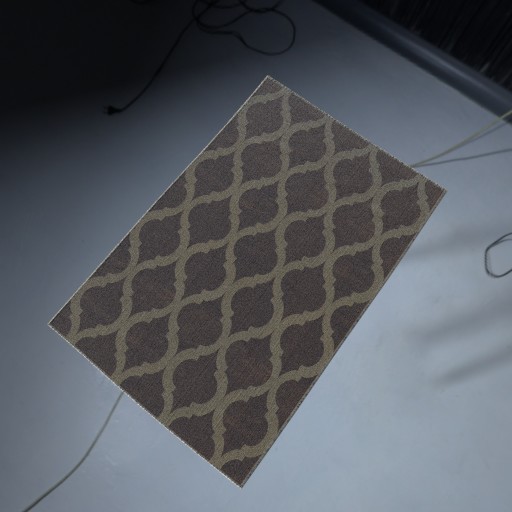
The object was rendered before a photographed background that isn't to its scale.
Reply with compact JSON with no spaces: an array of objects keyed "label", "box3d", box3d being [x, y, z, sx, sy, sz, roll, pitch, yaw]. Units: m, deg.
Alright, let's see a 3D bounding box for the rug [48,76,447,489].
[{"label":"rug","box3d":[0.000,0.000,2.856,1.522,0.008,2.284,36,77,10]}]
